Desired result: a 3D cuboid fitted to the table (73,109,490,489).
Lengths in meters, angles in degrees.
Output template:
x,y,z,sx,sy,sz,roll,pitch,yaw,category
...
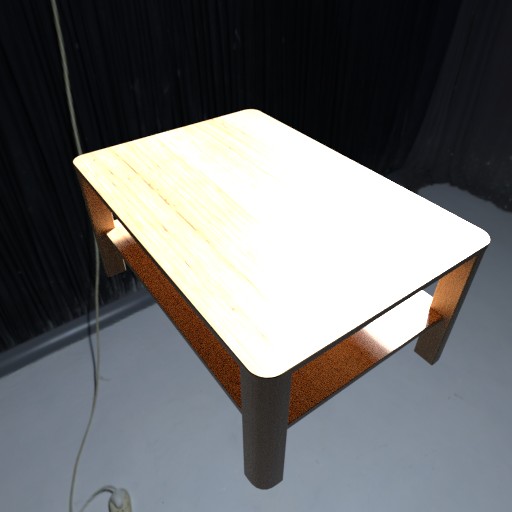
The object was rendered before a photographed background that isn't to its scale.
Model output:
x,y,z,sx,sy,sz,roll,pitch,yaw,category
0.000,0.000,1.348,0.696,0.445,0.997,-25,46,-27,table
